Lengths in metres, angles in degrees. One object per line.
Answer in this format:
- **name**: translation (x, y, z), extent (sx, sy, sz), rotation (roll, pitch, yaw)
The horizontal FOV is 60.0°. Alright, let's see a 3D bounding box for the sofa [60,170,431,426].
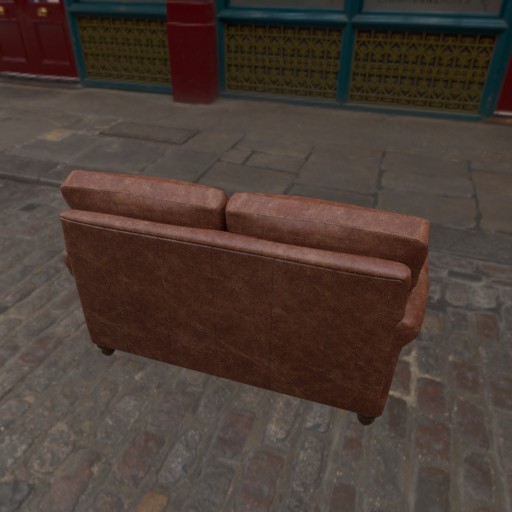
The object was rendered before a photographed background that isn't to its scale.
- **sofa**: translation (0.000, 0.000, 2.225), extent (1.616, 0.967, 0.990), rotation (10, 33, 16)
